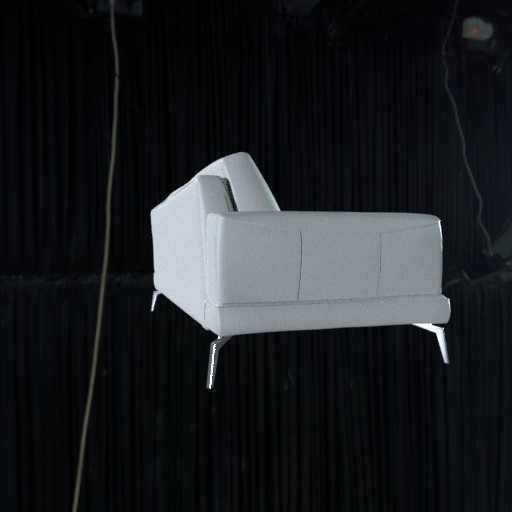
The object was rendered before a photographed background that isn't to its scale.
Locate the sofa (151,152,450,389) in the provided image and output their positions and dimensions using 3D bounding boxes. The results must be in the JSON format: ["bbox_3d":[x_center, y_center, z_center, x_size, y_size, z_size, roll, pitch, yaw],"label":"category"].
[{"bbox_3d":[0.000,0.000,2.782,1.121,0.930,2.177,0,1,-19],"label":"sofa"}]
